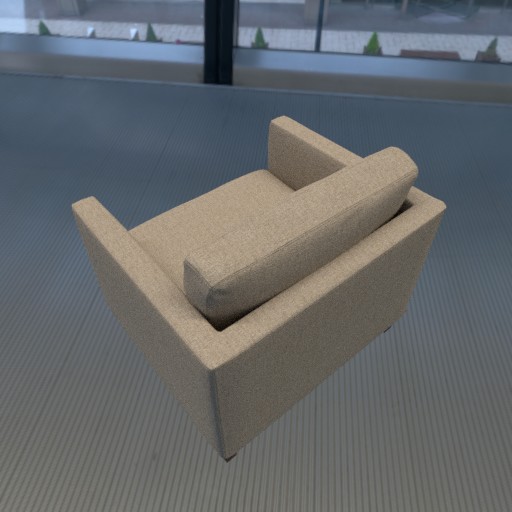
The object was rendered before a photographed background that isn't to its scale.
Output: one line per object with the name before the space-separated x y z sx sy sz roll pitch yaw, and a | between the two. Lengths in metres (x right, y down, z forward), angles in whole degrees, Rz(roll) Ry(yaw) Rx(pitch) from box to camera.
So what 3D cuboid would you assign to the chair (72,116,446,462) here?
chair | 0.000 0.000 1.849 1.107 0.961 0.959 -30 53 -27
